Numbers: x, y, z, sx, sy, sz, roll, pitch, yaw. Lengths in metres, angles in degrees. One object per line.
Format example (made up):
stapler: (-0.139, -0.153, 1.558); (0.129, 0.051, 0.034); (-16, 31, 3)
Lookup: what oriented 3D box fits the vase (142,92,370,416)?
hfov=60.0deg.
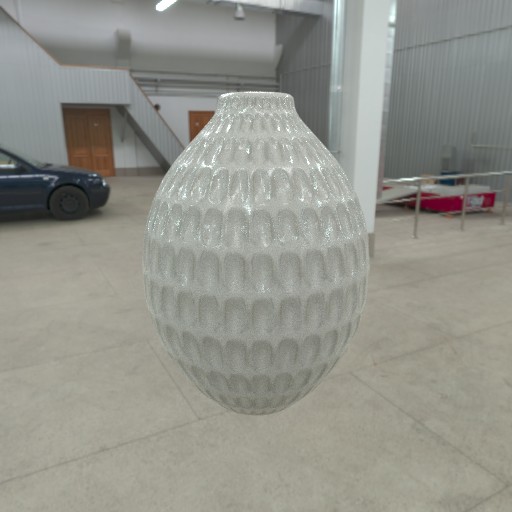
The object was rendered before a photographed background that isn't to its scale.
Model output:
vase: (0.000, 0.000, 0.324); (0.162, 0.223, 0.162); (0, 16, 0)
